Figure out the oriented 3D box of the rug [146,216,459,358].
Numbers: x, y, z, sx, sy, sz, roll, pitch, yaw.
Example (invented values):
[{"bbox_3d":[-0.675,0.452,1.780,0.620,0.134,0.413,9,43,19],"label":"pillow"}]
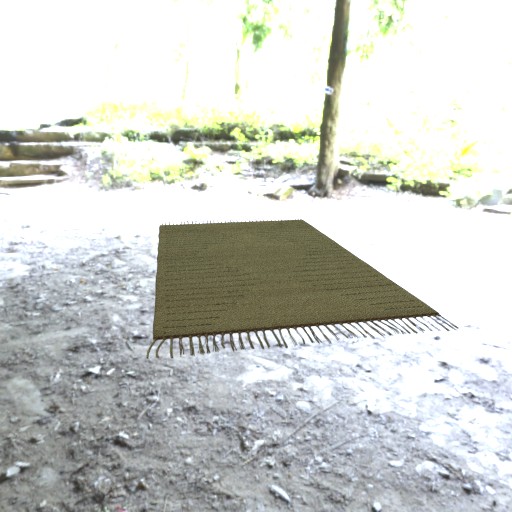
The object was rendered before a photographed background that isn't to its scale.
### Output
[{"bbox_3d":[0.000,0.000,2.014,0.905,0.017,1.718,-3,17,-11],"label":"rug"}]
